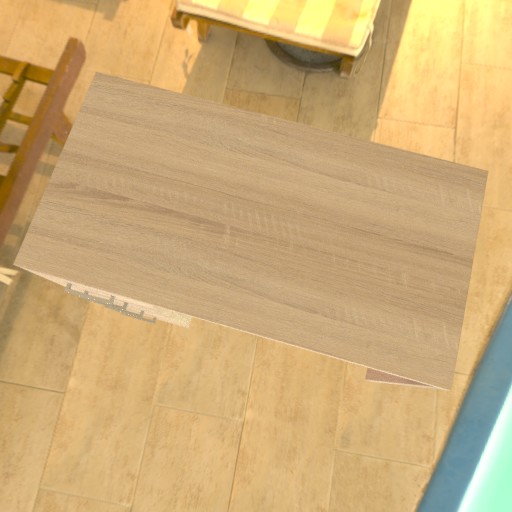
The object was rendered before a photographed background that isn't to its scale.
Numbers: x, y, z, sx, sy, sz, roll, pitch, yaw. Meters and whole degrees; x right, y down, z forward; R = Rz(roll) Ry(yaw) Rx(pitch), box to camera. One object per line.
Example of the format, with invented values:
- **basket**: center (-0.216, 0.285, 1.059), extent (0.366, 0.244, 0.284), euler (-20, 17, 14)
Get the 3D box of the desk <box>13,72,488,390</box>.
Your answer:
- **desk**: center (0.000, 0.000, 1.485), extent (1.100, 0.731, 0.600), euler (15, 76, 4)
